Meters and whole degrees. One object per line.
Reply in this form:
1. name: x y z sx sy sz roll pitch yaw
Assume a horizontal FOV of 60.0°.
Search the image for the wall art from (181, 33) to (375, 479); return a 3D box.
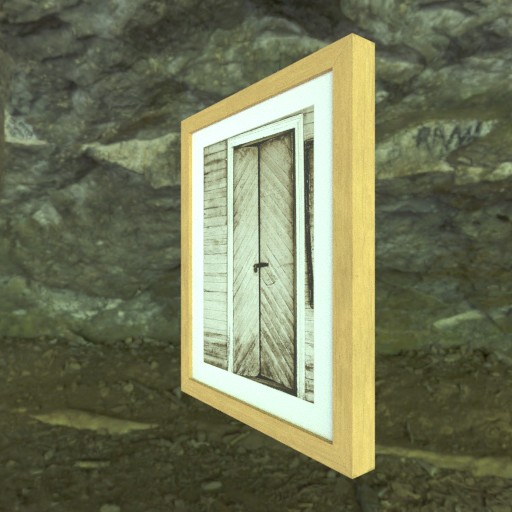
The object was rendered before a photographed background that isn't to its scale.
1. wall art: 0.000 0.000 0.511 0.030 0.380 0.312 0 0 -37
